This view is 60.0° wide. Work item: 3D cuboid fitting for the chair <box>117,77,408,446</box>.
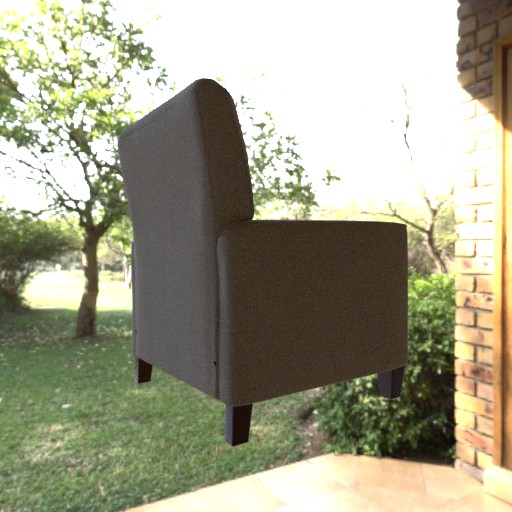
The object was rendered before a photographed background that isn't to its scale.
[{"bbox_3d":[0.000,0.000,1.690,0.859,1.023,0.845,0,0,-35],"label":"chair"}]
